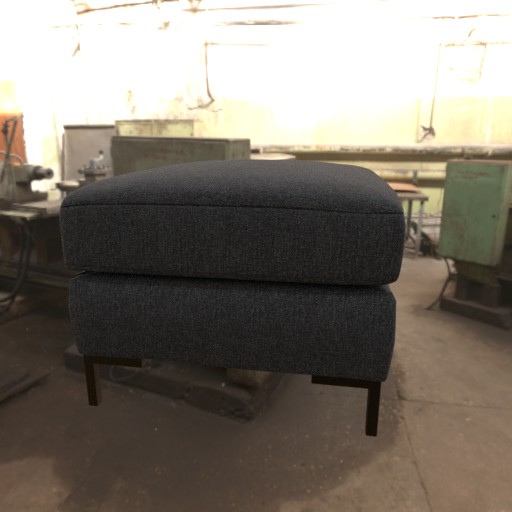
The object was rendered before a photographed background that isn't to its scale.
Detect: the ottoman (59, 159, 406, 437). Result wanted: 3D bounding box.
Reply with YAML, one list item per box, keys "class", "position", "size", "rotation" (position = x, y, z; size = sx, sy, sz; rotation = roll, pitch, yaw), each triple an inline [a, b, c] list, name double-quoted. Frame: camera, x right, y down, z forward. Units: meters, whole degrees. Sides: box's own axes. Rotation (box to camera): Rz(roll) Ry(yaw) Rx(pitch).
- class: "ottoman"
  position: [0.000, 0.000, 1.276]
  size: [0.695, 0.533, 0.831]
  rotation: [3, 15, 10]
